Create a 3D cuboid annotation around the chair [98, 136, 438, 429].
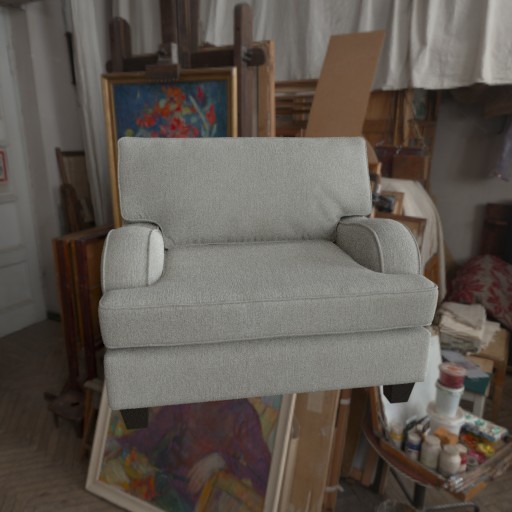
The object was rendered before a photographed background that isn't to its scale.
[{"bbox_3d":[0.000,0.000,1.968,1.220,1.016,1.041,-2,16,-9],"label":"chair"}]
